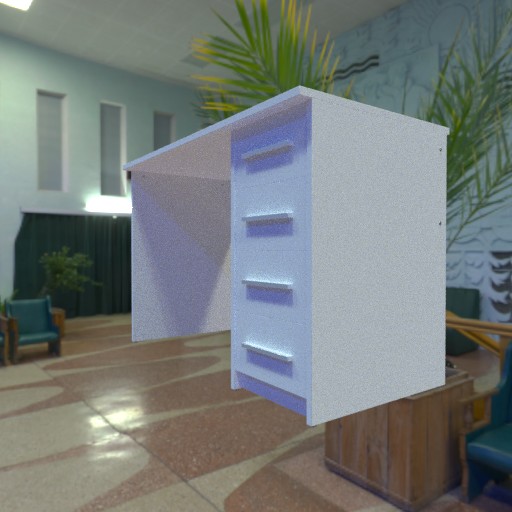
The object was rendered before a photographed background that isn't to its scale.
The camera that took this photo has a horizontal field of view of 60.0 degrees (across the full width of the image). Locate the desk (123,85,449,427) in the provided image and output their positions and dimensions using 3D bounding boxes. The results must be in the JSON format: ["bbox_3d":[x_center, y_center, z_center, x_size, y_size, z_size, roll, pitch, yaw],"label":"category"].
[{"bbox_3d":[0.000,0.000,1.537,0.560,0.730,1.096,-1,1,-36],"label":"desk"}]
